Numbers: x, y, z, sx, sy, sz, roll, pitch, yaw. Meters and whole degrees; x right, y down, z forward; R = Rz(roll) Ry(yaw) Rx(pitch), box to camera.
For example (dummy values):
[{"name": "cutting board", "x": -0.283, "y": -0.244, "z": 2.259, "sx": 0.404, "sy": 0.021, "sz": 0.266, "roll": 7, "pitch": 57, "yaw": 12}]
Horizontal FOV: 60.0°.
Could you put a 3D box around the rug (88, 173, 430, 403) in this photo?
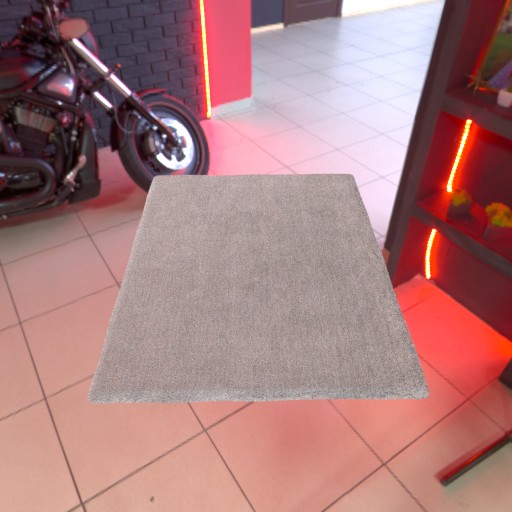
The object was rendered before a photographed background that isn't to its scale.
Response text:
[{"name": "rug", "x": 0.000, "y": 0.000, "z": 4.055, "sx": 2.332, "sy": 0.027, "sz": 2.933, "roll": -1, "pitch": 41, "yaw": -1}]
